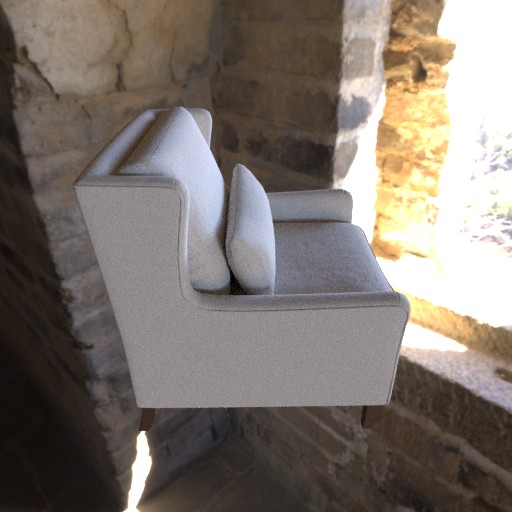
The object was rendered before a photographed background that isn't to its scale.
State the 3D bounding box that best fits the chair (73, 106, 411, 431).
[{"bbox_3d":[0.000,0.000,1.839,1.040,1.056,0.982,0,30,-1],"label":"chair"}]
